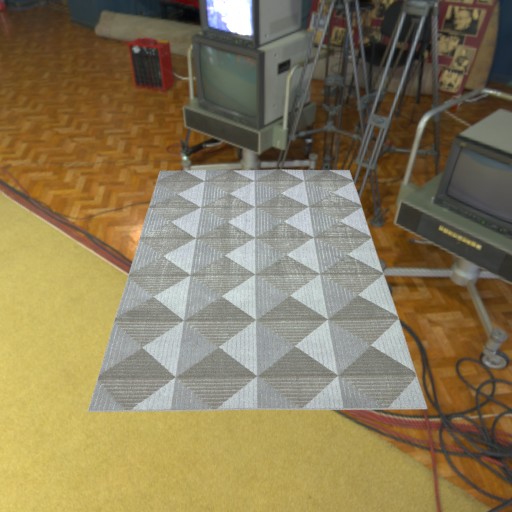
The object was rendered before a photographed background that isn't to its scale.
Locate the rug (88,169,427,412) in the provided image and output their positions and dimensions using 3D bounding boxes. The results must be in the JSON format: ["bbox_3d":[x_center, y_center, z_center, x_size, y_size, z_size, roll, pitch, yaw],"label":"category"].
[{"bbox_3d":[0.000,0.000,4.413,2.428,0.027,3.333,0,41,0],"label":"rug"}]
